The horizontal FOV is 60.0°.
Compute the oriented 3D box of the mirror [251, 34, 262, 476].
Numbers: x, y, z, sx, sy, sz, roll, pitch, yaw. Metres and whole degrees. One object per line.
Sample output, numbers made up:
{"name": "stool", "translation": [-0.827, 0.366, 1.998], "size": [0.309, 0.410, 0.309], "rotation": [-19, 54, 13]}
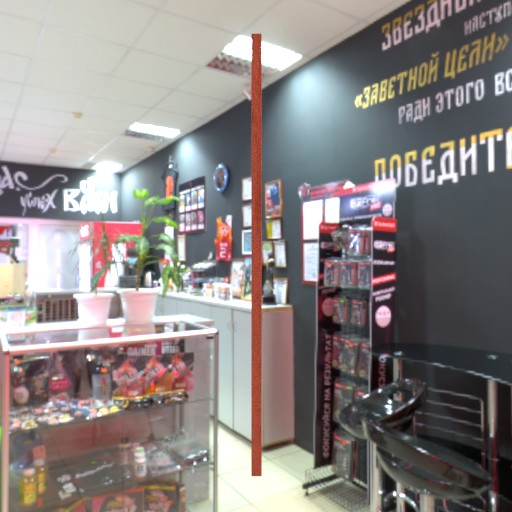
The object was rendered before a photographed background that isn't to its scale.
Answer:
{"name": "mirror", "translation": [0.000, 0.000, 1.200], "size": [0.020, 0.800, 0.800], "rotation": [0, -1, 0]}
